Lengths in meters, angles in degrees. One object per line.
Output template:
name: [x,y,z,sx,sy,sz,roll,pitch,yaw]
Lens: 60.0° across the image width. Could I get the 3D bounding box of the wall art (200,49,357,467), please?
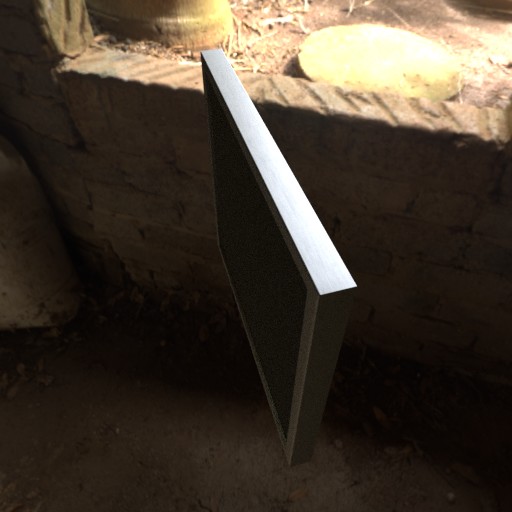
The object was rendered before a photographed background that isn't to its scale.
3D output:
wall art: [0.000,0.000,0.526,0.028,0.330,0.380,-12,48,-11]
